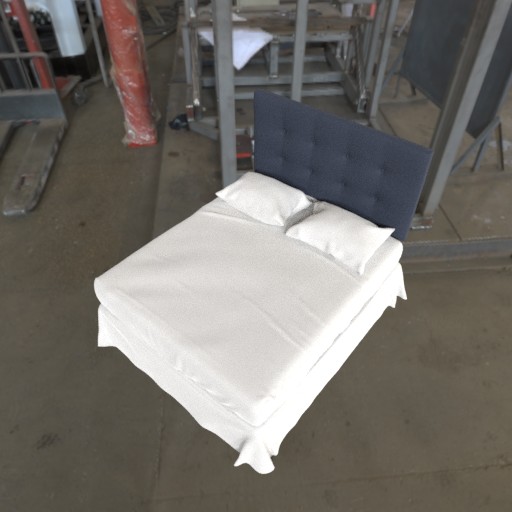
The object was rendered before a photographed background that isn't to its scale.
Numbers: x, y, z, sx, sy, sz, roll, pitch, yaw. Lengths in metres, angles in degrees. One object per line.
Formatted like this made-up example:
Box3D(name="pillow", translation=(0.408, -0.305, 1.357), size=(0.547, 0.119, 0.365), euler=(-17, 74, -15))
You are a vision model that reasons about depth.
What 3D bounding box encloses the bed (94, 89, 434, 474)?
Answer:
Box3D(name="bed", translation=(0.000, 0.000, 3.496), size=(1.936, 1.577, 2.222), euler=(30, 52, 27))
